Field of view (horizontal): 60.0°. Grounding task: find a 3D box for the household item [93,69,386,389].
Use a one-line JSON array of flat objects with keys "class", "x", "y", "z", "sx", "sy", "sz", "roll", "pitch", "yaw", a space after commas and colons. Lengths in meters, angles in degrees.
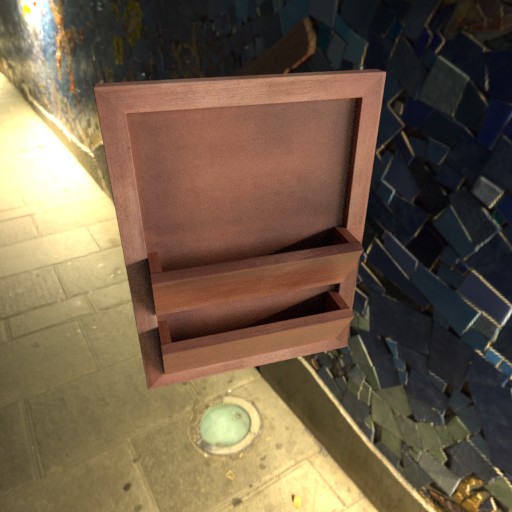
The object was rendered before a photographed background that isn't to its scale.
[{"class": "household item", "x": 0.000, "y": 0.000, "z": 0.546, "sx": 0.310, "sy": 0.407, "sz": 0.067, "roll": -9, "pitch": 33, "yaw": -14}]
